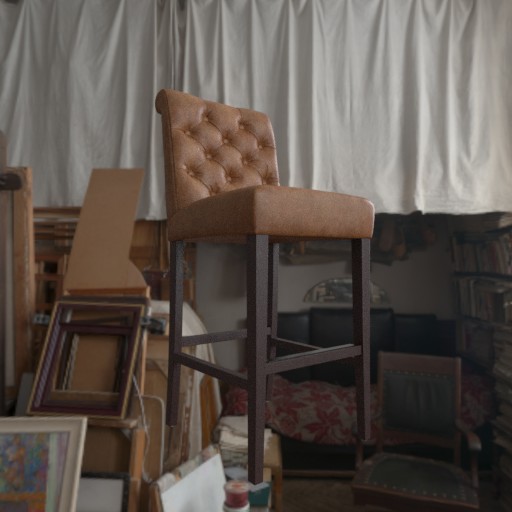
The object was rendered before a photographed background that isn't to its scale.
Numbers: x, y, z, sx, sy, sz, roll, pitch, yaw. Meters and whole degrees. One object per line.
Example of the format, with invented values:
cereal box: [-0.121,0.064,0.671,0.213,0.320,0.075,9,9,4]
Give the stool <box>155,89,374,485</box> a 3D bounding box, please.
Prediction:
stool: [0.000,0.000,1.456,0.493,1.140,0.601,0,0,-38]
